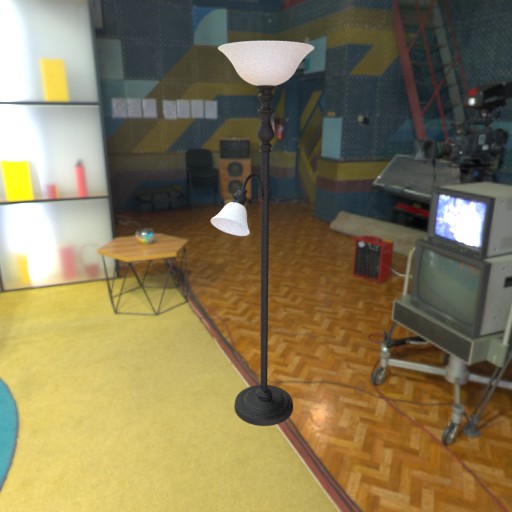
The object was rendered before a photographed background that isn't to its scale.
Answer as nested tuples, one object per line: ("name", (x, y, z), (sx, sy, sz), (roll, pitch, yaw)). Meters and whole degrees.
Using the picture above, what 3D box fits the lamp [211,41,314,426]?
("lamp", (0.000, 0.000, 2.071), (0.405, 1.793, 0.588), (9, 20, 26))
